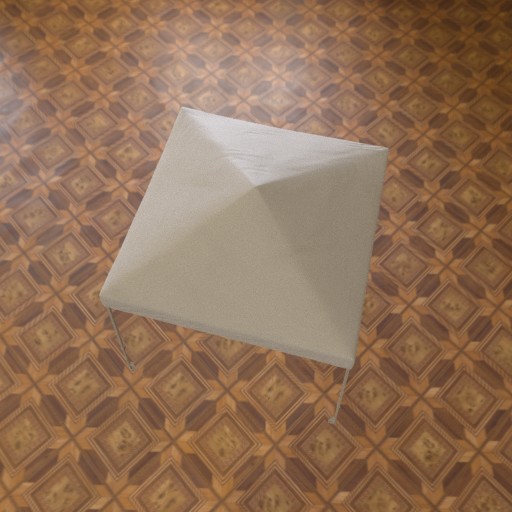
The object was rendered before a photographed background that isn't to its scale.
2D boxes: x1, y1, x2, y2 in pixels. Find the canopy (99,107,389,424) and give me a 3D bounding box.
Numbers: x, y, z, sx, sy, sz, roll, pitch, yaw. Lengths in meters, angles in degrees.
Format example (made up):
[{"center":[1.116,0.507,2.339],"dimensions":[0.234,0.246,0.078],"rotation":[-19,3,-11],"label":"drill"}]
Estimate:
[{"center":[0.000,0.000,6.572],"dimensions":[3.600,3.600,3.599],"rotation":[13,65,6],"label":"canopy"}]
